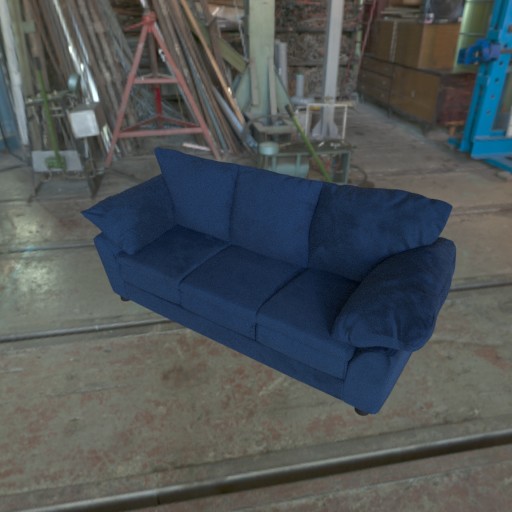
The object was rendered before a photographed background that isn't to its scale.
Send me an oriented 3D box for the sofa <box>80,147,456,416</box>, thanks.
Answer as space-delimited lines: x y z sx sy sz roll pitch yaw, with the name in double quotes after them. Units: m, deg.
0.000 0.000 2.913 2.390 1.091 0.907 19 35 29 "sofa"
